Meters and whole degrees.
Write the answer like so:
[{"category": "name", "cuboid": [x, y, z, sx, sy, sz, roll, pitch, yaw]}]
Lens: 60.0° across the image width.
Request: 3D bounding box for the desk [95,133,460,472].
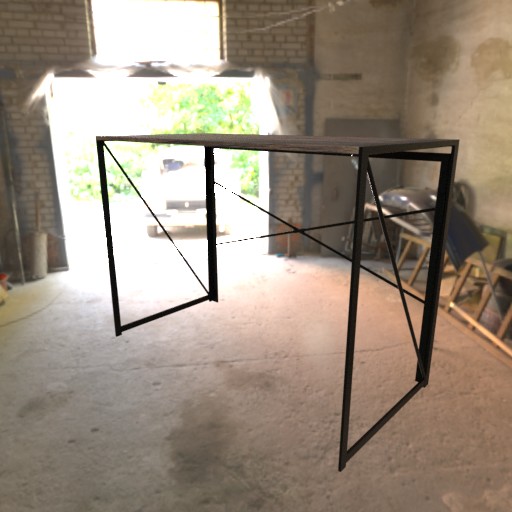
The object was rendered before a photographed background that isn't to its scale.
[{"category": "desk", "cuboid": [0.000, 0.000, 1.446, 1.015, 0.747, 0.505, 15, 22, 41]}]
